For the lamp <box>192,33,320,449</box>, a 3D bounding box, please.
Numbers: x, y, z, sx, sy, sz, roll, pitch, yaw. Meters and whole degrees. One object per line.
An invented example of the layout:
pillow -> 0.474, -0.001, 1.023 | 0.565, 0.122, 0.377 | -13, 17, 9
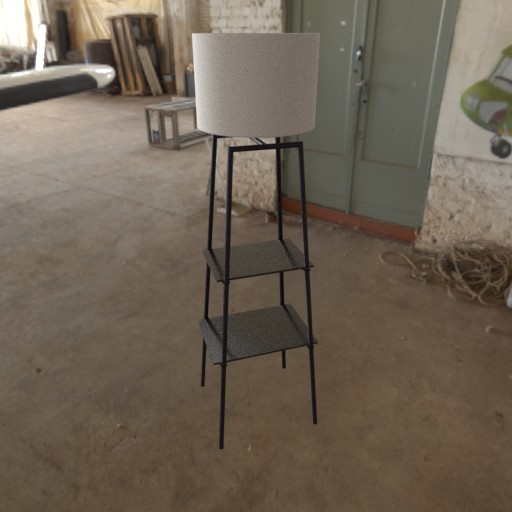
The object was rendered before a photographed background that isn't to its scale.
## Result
lamp -> 0.000, 0.000, 1.641 | 0.427, 1.474, 0.384 | -8, 28, -16
